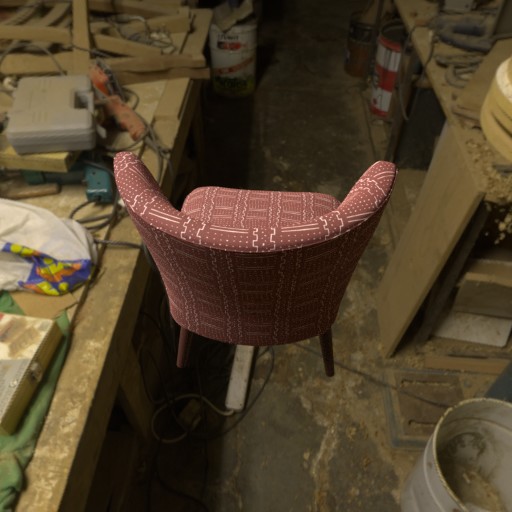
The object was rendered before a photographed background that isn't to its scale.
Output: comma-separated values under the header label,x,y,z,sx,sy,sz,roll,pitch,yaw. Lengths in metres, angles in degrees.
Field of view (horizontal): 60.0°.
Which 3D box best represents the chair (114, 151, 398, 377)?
label,x,y,z,sx,sy,sz,roll,pitch,yaw
chair,0.000,0.000,1.428,0.706,0.866,0.758,3,47,3
